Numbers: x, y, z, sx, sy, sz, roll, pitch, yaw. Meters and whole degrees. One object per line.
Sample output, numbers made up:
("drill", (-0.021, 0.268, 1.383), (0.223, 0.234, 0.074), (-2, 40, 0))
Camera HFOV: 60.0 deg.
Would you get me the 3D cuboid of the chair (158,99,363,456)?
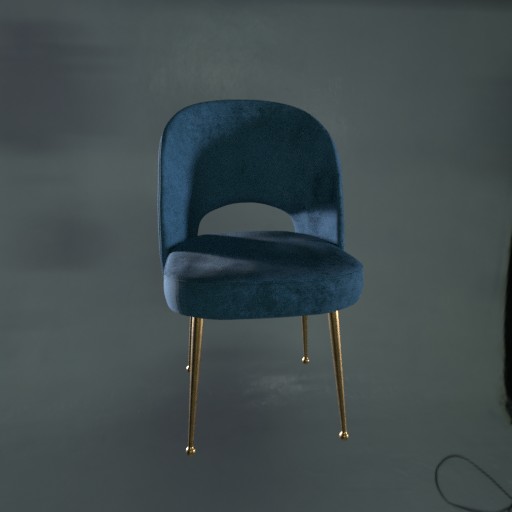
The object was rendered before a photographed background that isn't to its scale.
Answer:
("chair", (0.000, 0.000, 1.236), (0.527, 0.860, 0.577), (-2, 16, -8))
